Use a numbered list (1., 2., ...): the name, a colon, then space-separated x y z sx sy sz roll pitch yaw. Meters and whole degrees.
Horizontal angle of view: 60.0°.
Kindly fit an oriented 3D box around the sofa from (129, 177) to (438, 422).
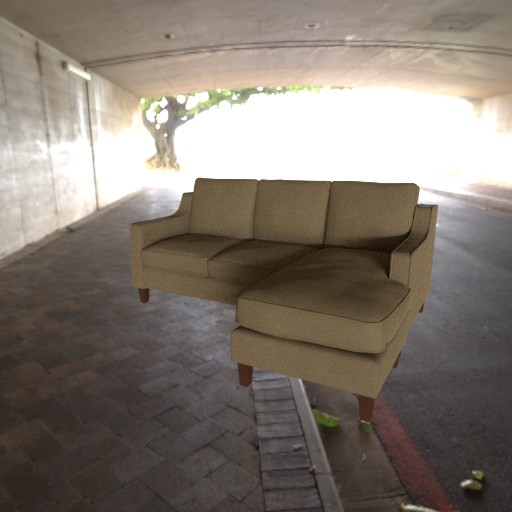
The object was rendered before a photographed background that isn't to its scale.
1. sofa: 0.000 0.000 3.298 2.317 1.066 1.858 7 16 28
